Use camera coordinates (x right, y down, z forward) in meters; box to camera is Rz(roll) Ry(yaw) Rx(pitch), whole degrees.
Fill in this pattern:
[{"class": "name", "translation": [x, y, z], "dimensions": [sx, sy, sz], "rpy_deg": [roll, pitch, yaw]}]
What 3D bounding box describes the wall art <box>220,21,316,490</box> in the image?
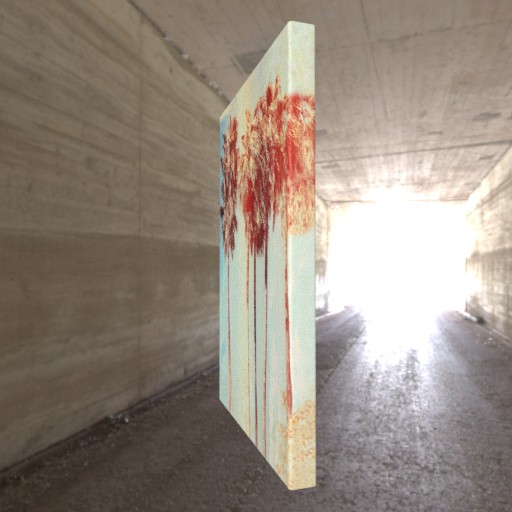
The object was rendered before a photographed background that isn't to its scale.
[{"class": "wall art", "translation": [0.000, 0.000, 0.768], "dimensions": [0.038, 0.610, 0.401], "rpy_deg": [0, -1, -18]}]
